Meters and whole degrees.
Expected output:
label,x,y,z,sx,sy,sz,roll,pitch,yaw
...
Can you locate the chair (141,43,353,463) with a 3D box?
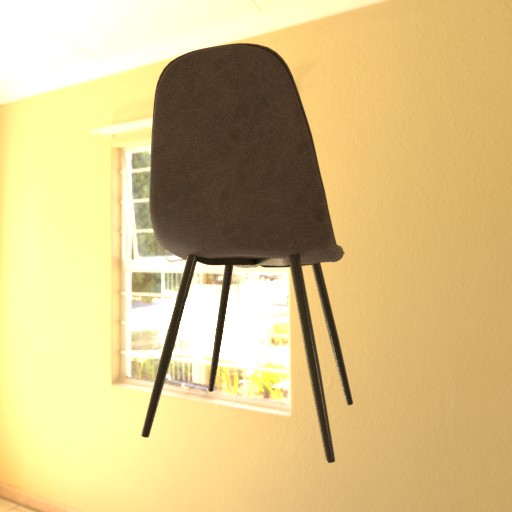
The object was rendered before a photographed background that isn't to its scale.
label,x,y,z,sx,sy,sz,roll,pitch,yaw
chair,0.000,0.000,1.197,0.472,0.889,0.561,0,-1,18
